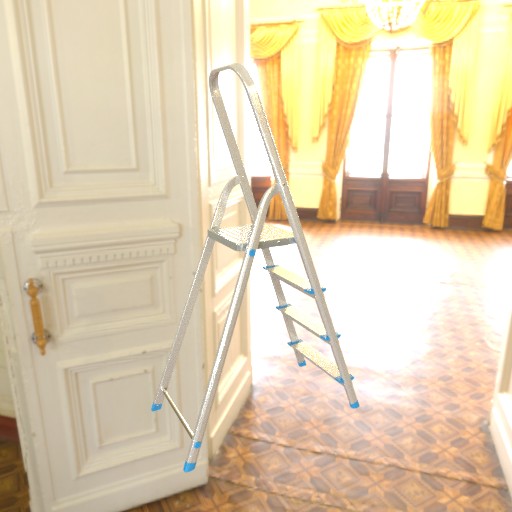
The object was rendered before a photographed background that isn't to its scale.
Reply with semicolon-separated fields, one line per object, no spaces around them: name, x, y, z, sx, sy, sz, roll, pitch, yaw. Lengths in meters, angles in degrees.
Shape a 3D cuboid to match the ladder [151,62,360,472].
ladder;0.000;0.000;1.815;0.842;1.434;0.445;-9;18;-28
